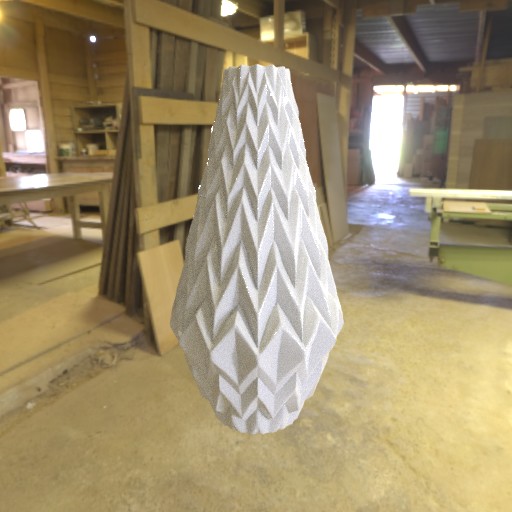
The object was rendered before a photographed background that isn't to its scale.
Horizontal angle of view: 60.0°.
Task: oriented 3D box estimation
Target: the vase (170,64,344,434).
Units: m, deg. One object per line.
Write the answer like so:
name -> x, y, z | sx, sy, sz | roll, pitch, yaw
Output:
vase -> 0.000, 0.000, 0.418 | 0.167, 0.328, 0.167 | 0, 15, 0
